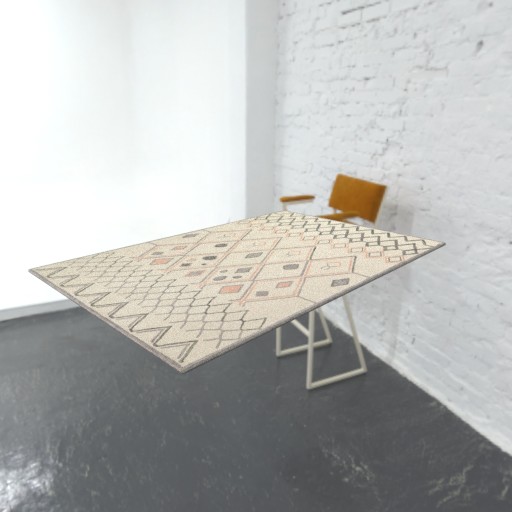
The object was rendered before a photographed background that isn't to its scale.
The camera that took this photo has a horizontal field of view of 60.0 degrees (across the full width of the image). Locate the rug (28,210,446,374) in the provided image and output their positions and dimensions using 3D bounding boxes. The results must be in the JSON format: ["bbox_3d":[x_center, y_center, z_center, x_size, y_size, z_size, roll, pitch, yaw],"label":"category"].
[{"bbox_3d":[0.000,0.000,2.299,1.219,0.016,1.829,17,25,42],"label":"rug"}]
